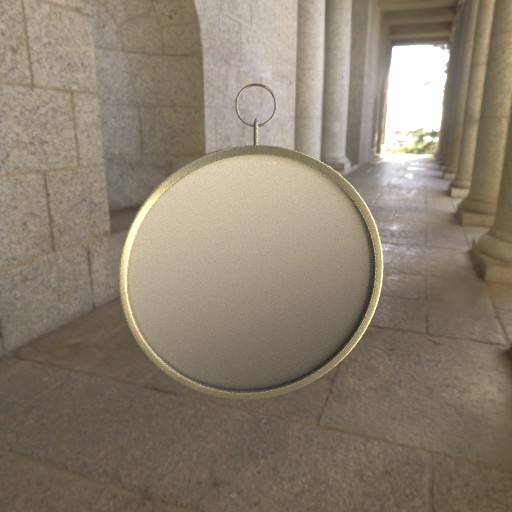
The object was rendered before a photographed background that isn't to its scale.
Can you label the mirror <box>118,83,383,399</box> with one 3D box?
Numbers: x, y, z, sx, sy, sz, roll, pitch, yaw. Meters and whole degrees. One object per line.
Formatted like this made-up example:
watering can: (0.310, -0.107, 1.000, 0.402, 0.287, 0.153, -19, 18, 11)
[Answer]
mirror: (0.000, 0.000, 0.979, 0.594, 0.713, 0.020, -2, 16, -9)
